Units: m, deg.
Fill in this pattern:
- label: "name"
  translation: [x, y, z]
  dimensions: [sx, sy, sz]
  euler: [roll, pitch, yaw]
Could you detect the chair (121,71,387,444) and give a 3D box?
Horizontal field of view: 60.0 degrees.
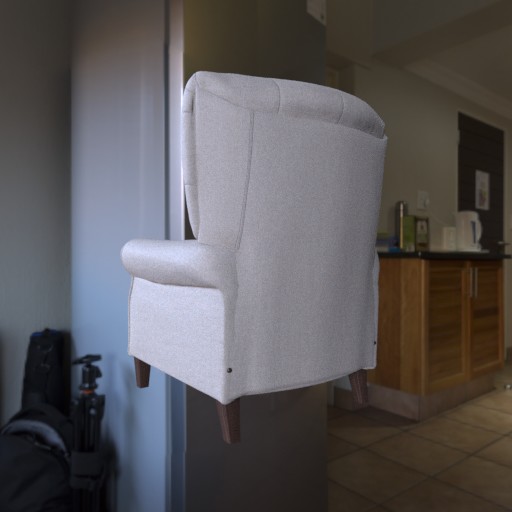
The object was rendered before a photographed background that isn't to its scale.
- label: "chair"
  translation: [0.000, 0.000, 1.879]
  dimensions: [0.942, 1.209, 1.025]
  euler: [0, 1, -36]
